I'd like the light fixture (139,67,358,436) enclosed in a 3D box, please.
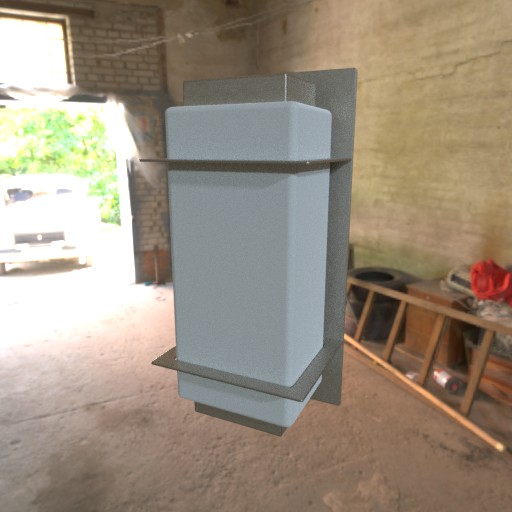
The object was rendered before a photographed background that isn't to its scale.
[{"bbox_3d":[0.000,0.000,0.473,0.168,0.380,0.160,6,15,25],"label":"light fixture"}]
